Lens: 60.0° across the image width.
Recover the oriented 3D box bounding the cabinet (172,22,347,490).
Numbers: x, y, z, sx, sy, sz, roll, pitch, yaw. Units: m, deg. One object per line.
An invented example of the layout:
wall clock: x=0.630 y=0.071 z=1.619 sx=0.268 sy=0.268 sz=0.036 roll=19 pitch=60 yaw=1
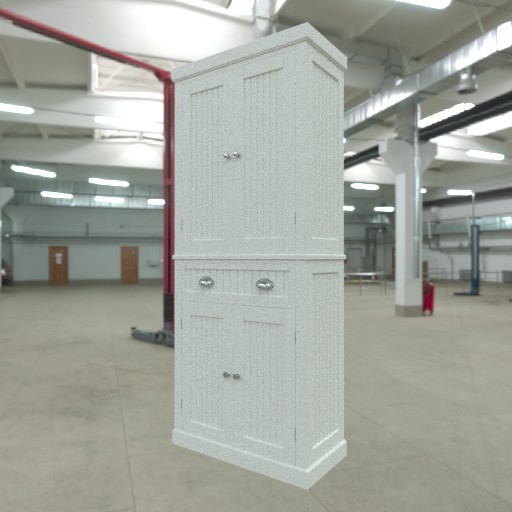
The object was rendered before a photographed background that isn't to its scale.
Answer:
cabinet: x=0.000 y=0.000 z=2.097 sx=0.754 sy=1.829 sz=0.390 roll=0 pitch=0 yaw=35
